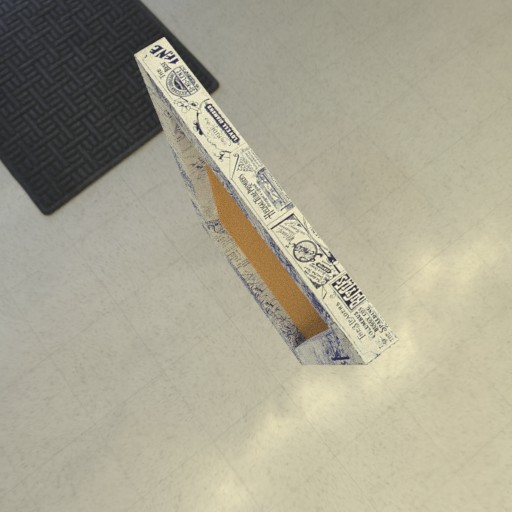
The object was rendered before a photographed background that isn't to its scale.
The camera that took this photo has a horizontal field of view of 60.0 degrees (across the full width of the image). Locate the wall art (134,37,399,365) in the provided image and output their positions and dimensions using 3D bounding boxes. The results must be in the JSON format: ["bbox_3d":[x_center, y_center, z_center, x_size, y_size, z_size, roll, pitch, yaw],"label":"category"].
[{"bbox_3d":[0.000,0.000,0.742,0.040,0.601,0.408,-35,79,-8],"label":"wall art"}]
